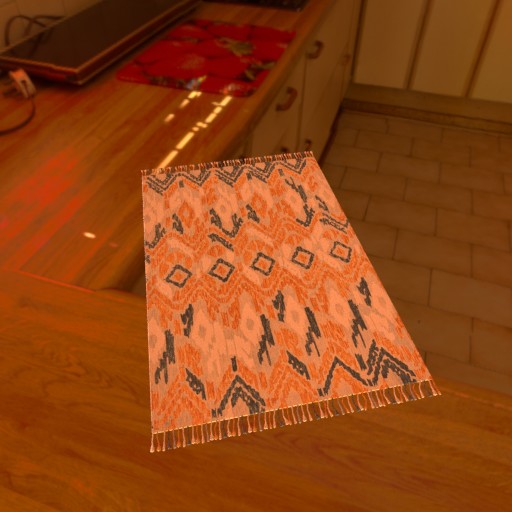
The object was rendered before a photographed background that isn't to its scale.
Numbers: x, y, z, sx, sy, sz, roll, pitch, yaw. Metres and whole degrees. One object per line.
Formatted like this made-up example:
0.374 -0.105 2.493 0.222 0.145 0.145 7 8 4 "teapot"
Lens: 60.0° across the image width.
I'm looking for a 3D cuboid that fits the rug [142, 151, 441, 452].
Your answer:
0.000 0.000 3.082 1.533 0.010 2.428 -8 46 -8 "rug"
